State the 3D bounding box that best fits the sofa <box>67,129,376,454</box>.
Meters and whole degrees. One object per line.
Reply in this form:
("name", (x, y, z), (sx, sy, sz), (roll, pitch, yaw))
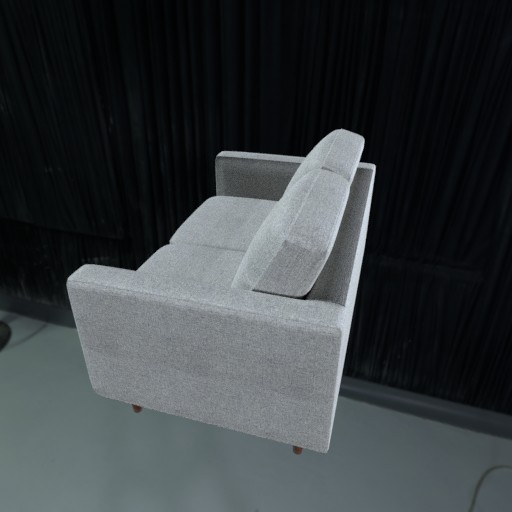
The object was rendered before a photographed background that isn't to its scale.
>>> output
("sofa", (0.000, 0.000, 2.132), (0.969, 0.973, 1.527), (9, 31, 14))
